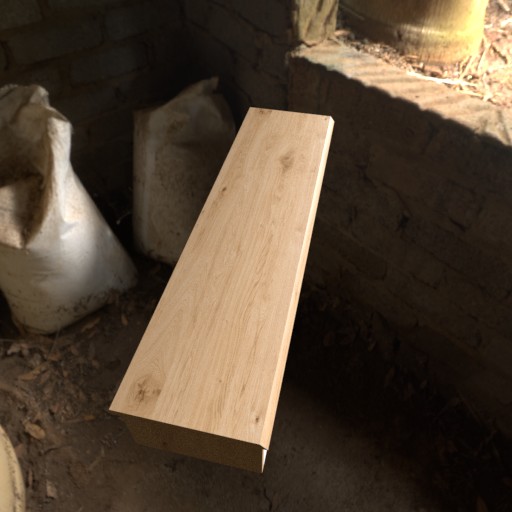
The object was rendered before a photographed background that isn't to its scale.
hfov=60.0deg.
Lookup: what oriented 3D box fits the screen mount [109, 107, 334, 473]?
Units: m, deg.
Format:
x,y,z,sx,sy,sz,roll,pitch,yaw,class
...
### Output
x,y,z,sx,sy,sz,roll,pitch,yaw,class
0.000,0.000,1.911,0.450,0.430,1.700,9,48,9,screen mount
